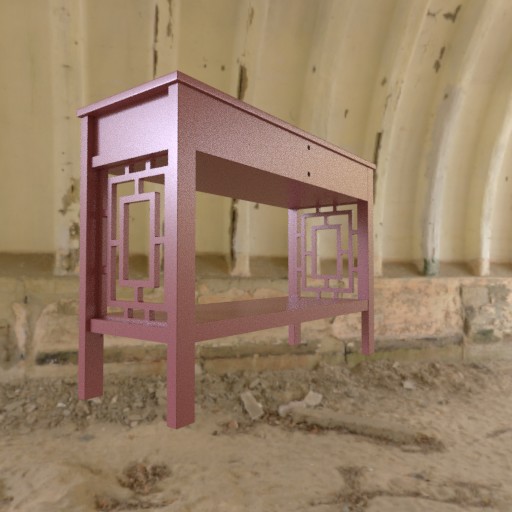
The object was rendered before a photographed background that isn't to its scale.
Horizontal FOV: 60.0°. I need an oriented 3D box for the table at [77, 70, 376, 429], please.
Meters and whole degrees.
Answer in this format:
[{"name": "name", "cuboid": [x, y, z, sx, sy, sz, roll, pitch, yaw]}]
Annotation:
[{"name": "table", "cuboid": [0.000, 0.000, 1.466, 0.397, 0.753, 1.068, -1, -2, 37]}]
